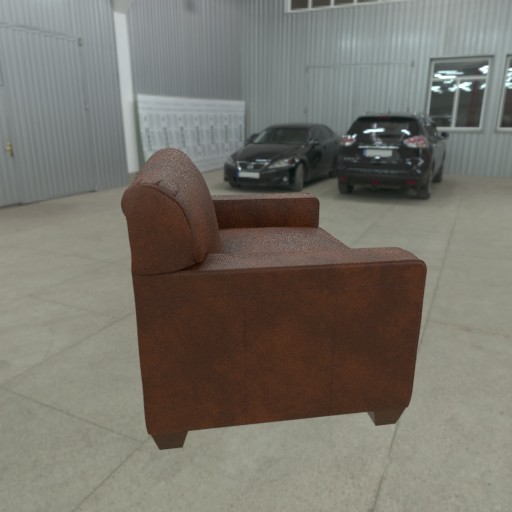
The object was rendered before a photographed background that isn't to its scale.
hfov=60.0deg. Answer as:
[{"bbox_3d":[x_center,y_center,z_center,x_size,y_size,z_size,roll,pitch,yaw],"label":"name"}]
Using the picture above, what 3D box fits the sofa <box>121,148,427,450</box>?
[{"bbox_3d":[0.000,0.000,2.072,1.000,0.956,1.413,-3,18,-9],"label":"sofa"}]
